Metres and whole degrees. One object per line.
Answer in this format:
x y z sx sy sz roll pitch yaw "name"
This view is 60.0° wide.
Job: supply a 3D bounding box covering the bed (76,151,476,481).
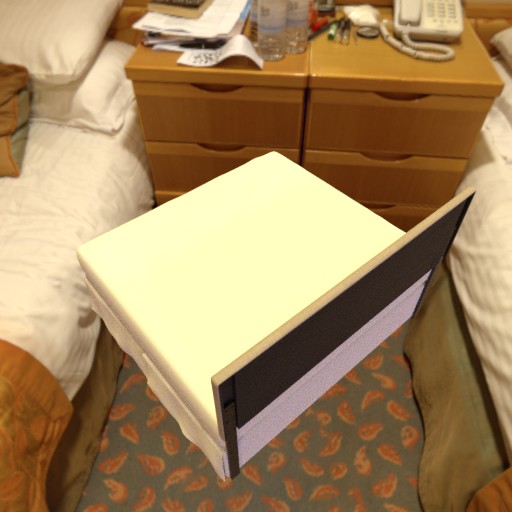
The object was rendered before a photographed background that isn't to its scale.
0.000 0.000 3.345 2.170 1.346 1.914 -32 54 -27 "bed"
